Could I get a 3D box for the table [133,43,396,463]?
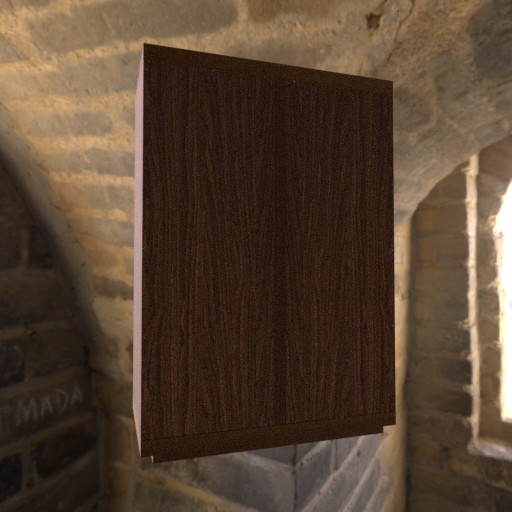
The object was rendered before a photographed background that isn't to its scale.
[{"bbox_3d":[0.000,0.000,1.736,0.901,1.294,0.524,1,-2,-18],"label":"table"}]
